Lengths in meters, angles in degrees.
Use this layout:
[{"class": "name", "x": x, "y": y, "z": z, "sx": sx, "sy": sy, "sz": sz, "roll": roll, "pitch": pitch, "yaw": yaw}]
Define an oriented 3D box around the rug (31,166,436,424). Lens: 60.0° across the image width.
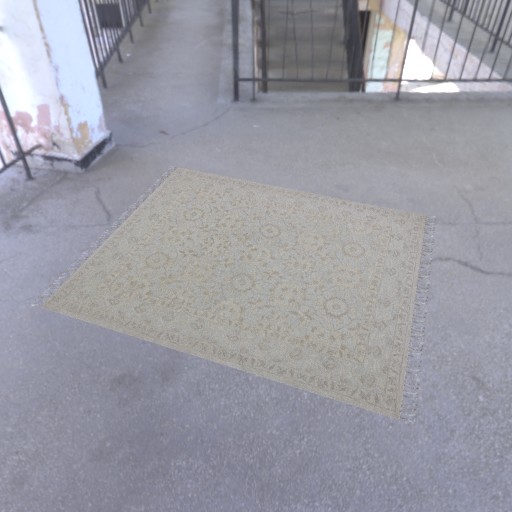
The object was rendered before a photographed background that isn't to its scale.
[{"class": "rug", "x": 0.000, "y": 0.000, "z": 4.072, "sx": 3.043, "sy": 0.013, "sz": 2.444, "roll": 13, "pitch": 43, "yaw": 15}]
